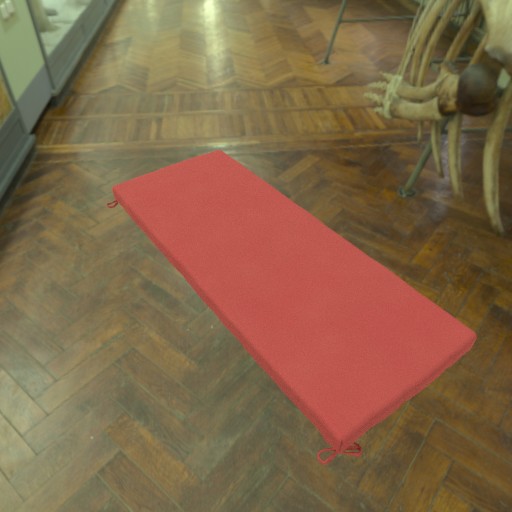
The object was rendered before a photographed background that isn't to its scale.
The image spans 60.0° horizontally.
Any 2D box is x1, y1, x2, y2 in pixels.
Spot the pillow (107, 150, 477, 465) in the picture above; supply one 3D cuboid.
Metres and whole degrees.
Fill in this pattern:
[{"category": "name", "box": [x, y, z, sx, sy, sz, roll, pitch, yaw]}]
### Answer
[{"category": "pillow", "box": [0.000, 0.000, 1.312, 0.492, 0.081, 1.187, -26, 48, -26]}]
